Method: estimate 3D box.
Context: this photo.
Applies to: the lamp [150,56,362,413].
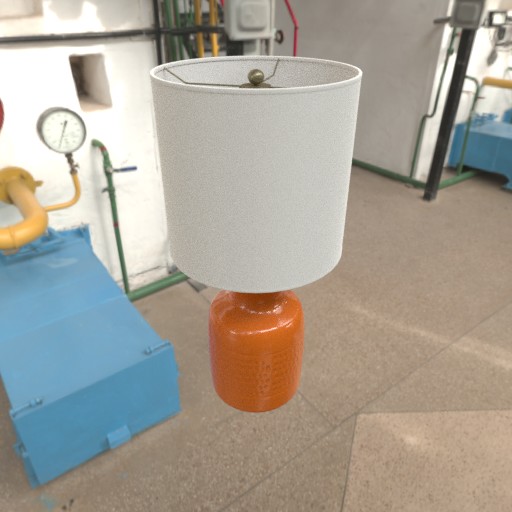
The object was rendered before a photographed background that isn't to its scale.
[{"bbox_3d":[0.000,0.000,1.110,0.418,0.871,0.418,-20,37,-30],"label":"lamp"}]
